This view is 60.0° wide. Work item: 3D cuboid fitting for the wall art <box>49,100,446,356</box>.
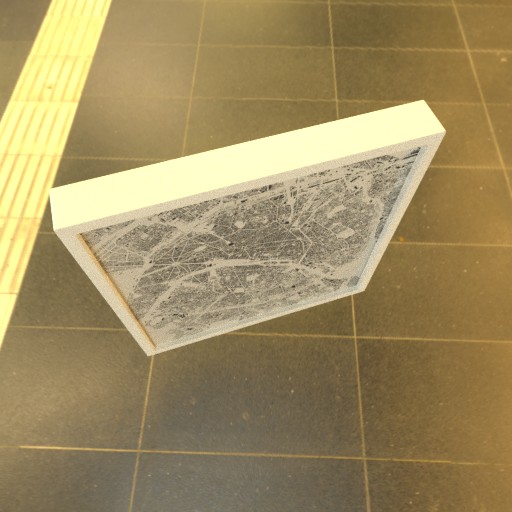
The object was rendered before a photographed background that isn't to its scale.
[{"bbox_3d":[0.000,0.000,0.469,0.305,0.305,0.038,-16,62,-8],"label":"wall art"}]
